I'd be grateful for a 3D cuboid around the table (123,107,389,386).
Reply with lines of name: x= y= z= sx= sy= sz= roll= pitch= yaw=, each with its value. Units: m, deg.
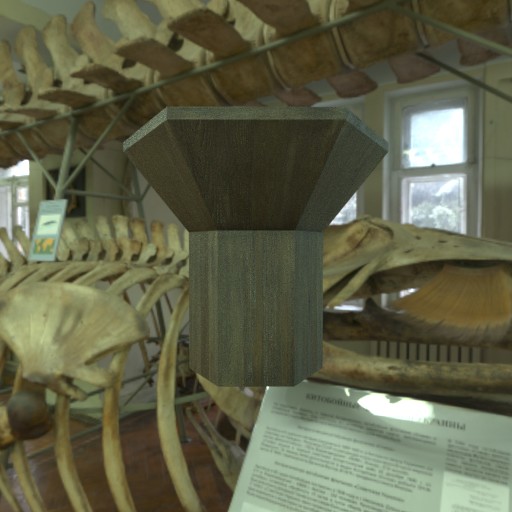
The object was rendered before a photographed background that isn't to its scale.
table: x=0.000 y=0.000 z=1.150 sx=0.683 sy=0.586 sz=0.592 roll=0 pitch=2 yaw=0
